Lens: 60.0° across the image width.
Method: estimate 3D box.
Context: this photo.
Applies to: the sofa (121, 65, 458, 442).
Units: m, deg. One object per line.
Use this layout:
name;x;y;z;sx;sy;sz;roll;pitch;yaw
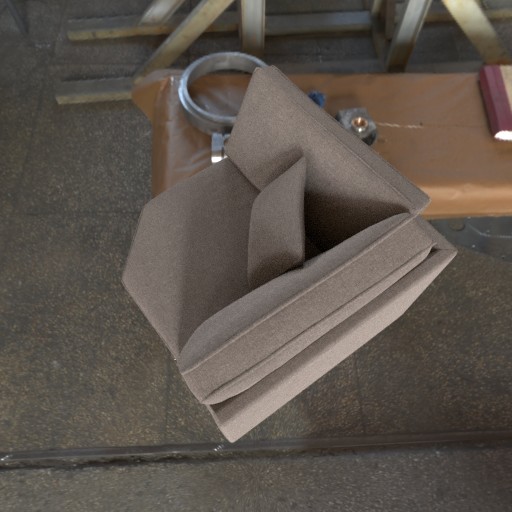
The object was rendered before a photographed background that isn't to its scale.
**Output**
sofa;0.000;0.000;1.885;1.042;0.951;1.050;-33;68;-15
